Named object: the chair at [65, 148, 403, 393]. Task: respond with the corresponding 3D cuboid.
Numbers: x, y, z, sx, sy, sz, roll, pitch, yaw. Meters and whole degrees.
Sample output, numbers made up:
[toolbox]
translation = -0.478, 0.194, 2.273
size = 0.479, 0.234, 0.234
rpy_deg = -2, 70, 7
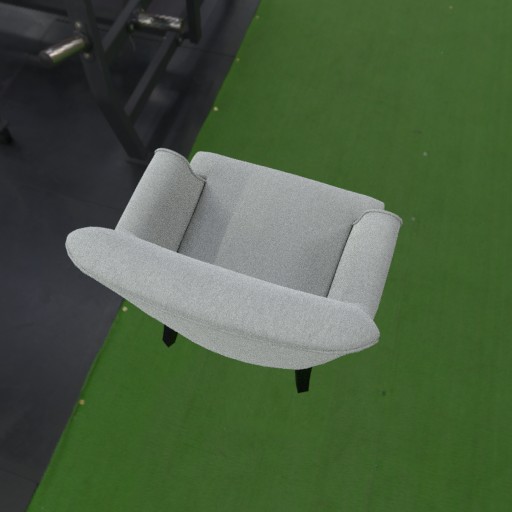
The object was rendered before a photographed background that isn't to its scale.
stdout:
[chair]
translation = 0.000, 0.000, 1.410
size = 0.781, 0.875, 0.750
rpy_deg = 17, 65, 8
